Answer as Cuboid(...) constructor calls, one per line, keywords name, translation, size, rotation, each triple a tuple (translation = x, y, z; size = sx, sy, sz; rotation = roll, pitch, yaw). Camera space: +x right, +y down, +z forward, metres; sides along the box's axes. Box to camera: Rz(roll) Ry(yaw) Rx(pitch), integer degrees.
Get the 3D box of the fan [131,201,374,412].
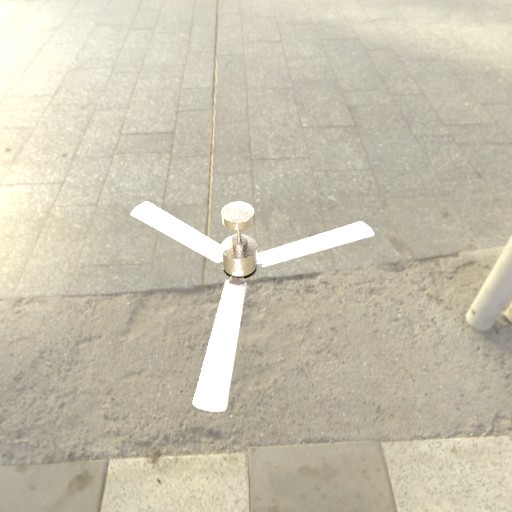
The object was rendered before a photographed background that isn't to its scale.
Cuboid(name="fan", translation=(0.000, 0.000, 2.408), size=(1.561, 0.446, 1.531), rotation=(-4, 46, -4))
